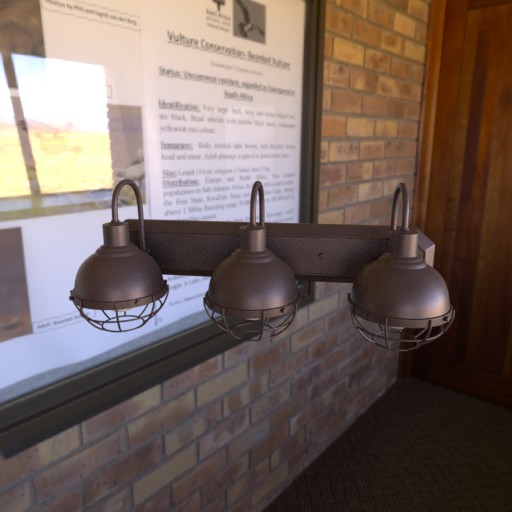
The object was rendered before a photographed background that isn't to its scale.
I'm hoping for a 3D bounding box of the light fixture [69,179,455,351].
[{"bbox_3d":[0.000,0.000,0.765,0.634,0.254,0.229,2,14,8],"label":"light fixture"}]
